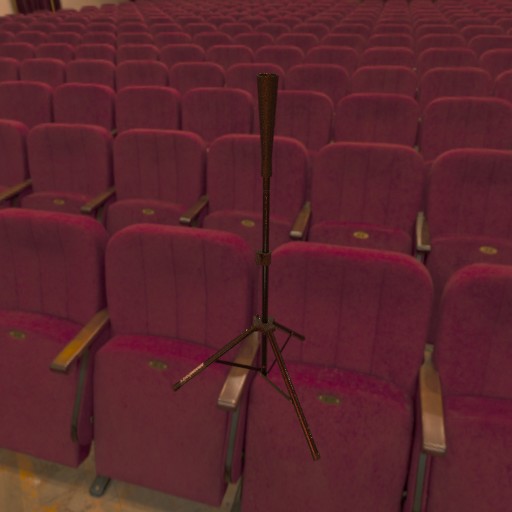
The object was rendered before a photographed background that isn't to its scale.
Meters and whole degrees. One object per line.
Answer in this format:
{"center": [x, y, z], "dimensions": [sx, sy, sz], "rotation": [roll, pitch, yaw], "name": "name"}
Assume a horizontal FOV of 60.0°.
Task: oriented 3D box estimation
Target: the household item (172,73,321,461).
{"center": [0.000, 0.000, 1.379], "dimensions": [0.559, 1.067, 0.559], "rotation": [8, 31, 13], "name": "household item"}
